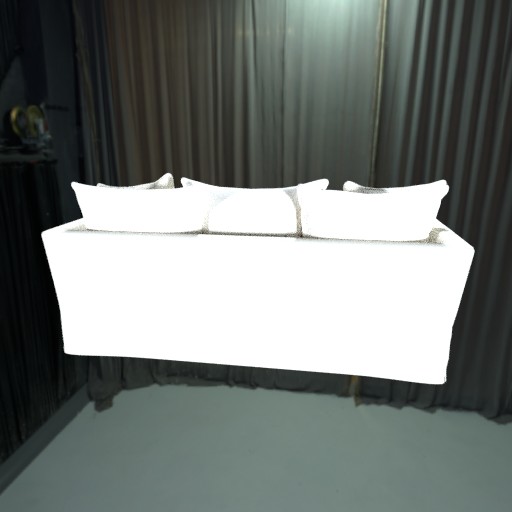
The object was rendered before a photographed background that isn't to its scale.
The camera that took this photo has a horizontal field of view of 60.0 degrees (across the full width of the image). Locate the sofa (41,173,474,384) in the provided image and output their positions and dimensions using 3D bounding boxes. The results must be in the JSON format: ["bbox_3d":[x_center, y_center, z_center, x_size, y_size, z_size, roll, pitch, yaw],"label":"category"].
[{"bbox_3d":[0.000,0.000,2.814,2.290,1.034,1.031,2,15,9],"label":"sofa"}]
